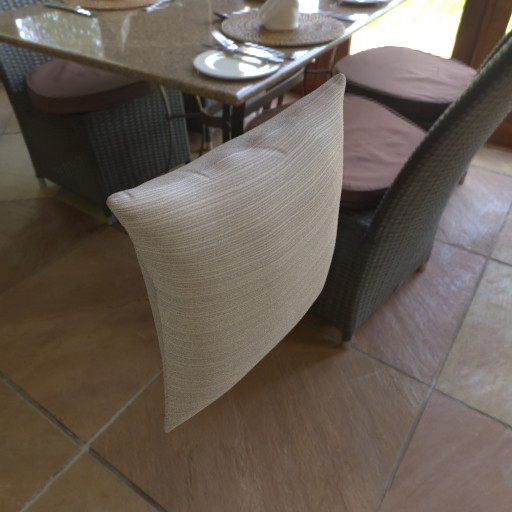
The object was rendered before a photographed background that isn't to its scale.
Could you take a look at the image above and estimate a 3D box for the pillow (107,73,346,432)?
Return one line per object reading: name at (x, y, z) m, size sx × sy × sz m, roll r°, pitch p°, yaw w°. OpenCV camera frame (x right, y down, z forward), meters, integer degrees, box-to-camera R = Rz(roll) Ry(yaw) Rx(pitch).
pillow at (0.000, 0.000, 0.779) m, size 0.204 × 0.497 × 0.512 m, roll 27°, pitch 48°, yaw 27°
